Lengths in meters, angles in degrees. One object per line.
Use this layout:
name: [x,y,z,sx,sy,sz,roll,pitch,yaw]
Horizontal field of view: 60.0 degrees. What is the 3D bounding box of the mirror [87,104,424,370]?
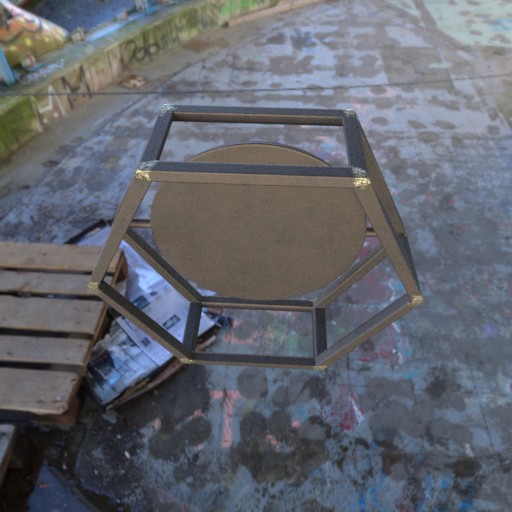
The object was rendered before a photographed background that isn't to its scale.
mirror: [0.000,0.000,0.539,0.380,0.334,0.119,2,48,2]
